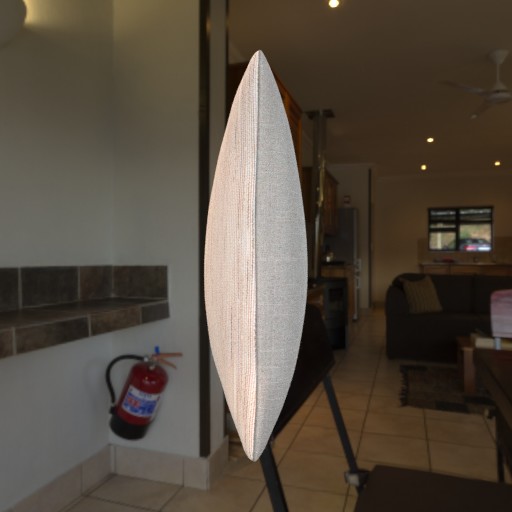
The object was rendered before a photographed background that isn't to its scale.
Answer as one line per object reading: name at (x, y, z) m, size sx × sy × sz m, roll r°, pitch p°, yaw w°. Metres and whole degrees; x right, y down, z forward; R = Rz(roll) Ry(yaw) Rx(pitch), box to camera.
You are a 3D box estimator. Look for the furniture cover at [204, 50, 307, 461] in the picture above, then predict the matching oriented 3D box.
furniture cover at (0.000, 0.000, 0.792) m, size 0.178 × 0.506 × 0.512 m, roll 0°, pitch -1°, yaw 0°
